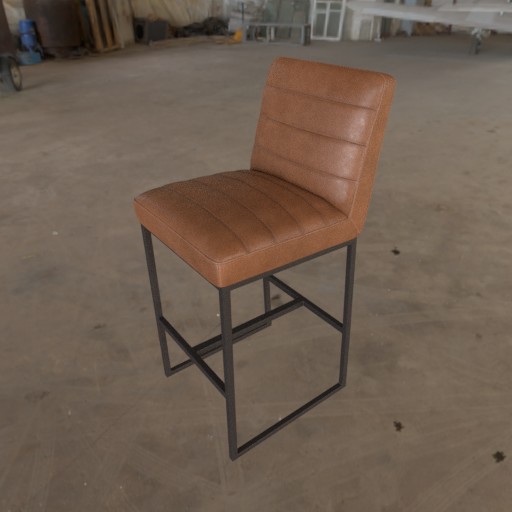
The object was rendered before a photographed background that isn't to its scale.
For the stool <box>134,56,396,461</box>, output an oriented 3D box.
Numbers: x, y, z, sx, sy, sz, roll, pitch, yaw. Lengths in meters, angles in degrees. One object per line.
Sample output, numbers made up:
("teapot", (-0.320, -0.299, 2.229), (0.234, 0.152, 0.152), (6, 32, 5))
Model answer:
("stool", (0.000, 0.000, 1.334), (0.556, 1.040, 0.458), (-21, 37, -31))
